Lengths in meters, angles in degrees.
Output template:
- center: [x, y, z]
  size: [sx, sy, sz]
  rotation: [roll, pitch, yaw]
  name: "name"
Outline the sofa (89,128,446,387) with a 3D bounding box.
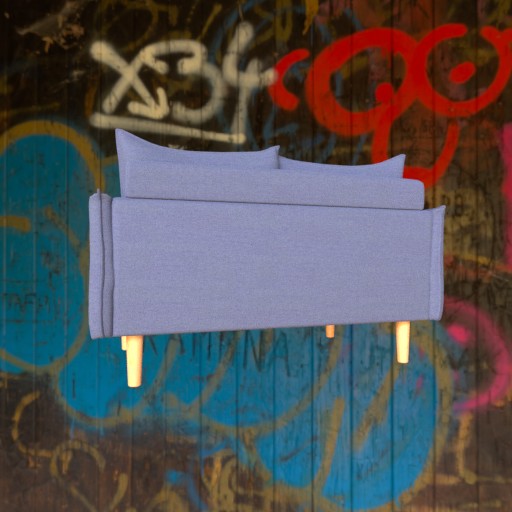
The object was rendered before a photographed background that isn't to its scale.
- center: [0.000, 0.000, 1.879]
  size: [1.300, 0.840, 0.820]
  rotation: [0, 0, -19]
  name: "sofa"
